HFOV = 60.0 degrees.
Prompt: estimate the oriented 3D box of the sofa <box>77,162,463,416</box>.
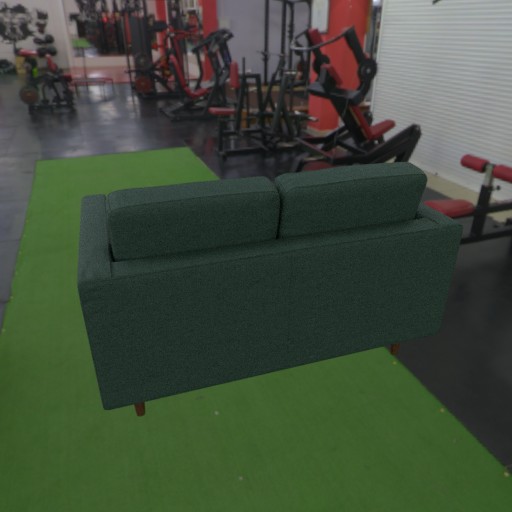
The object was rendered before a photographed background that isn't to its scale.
[{"bbox_3d":[0.000,0.000,2.008,1.430,0.899,0.879,-9,29,-16],"label":"sofa"}]
